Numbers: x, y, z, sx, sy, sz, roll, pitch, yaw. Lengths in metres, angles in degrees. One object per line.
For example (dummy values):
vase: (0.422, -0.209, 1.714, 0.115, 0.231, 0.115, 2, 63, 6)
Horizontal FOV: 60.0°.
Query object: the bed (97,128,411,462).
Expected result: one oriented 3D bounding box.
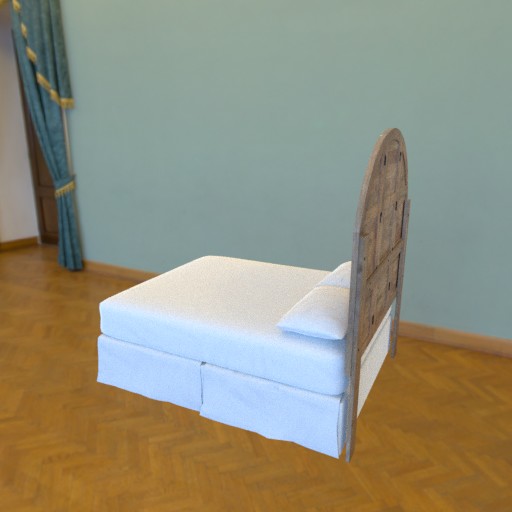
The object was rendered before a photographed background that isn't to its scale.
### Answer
bed: (0.000, 0.000, 3.622, 2.112, 2.002, 1.713, 8, 17, 26)
